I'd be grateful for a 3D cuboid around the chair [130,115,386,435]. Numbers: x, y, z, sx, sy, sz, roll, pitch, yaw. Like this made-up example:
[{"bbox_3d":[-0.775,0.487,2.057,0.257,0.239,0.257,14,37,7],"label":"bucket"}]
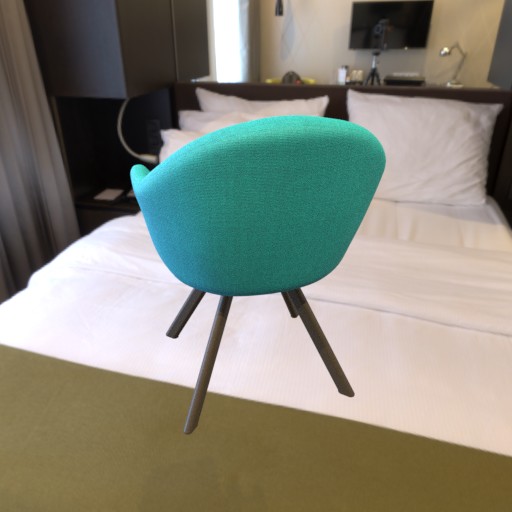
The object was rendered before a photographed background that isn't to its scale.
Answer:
[{"bbox_3d":[0.000,0.000,1.186,0.590,0.795,0.550,-8,28,-14],"label":"chair"}]
